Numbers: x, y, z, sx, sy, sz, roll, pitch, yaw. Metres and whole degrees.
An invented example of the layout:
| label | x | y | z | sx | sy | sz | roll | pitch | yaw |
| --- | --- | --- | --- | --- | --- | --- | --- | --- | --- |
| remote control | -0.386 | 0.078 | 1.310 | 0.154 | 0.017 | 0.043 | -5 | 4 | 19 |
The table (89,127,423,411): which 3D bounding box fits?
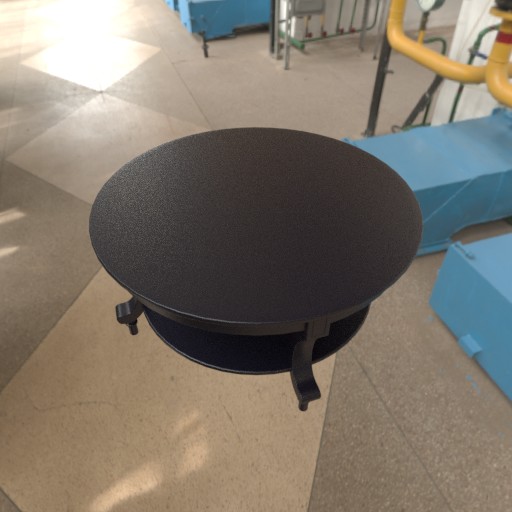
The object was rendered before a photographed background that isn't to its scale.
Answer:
| label | x | y | z | sx | sy | sz | roll | pitch | yaw |
| --- | --- | --- | --- | --- | --- | --- | --- | --- | --- |
| table | 0.000 | 0.000 | 1.571 | 1.029 | 0.491 | 1.029 | 0 | 41 | 0 |
